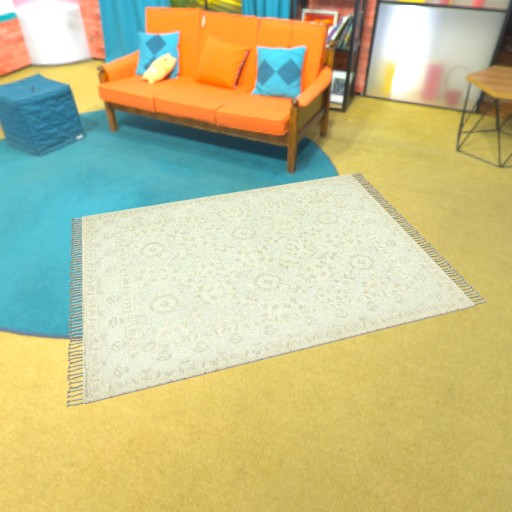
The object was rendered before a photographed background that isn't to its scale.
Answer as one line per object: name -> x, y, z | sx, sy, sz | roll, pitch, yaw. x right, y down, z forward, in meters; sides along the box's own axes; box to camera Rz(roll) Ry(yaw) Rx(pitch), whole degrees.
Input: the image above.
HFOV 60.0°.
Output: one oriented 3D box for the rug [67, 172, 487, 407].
rug -> 0.000, 0.000, 2.216 | 1.771, 0.015, 1.223 | -11, 41, -13
